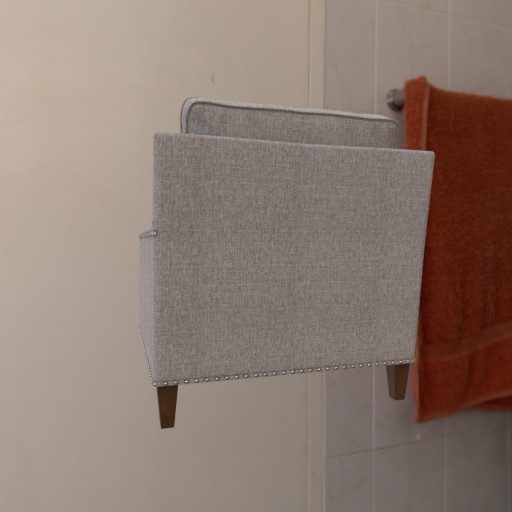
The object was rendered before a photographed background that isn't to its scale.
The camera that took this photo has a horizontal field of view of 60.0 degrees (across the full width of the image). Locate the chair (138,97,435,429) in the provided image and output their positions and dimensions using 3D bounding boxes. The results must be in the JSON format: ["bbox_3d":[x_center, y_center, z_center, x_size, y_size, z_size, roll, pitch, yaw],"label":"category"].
[{"bbox_3d":[0.000,0.000,1.721,0.853,0.943,1.014,-1,2,-17],"label":"chair"}]
